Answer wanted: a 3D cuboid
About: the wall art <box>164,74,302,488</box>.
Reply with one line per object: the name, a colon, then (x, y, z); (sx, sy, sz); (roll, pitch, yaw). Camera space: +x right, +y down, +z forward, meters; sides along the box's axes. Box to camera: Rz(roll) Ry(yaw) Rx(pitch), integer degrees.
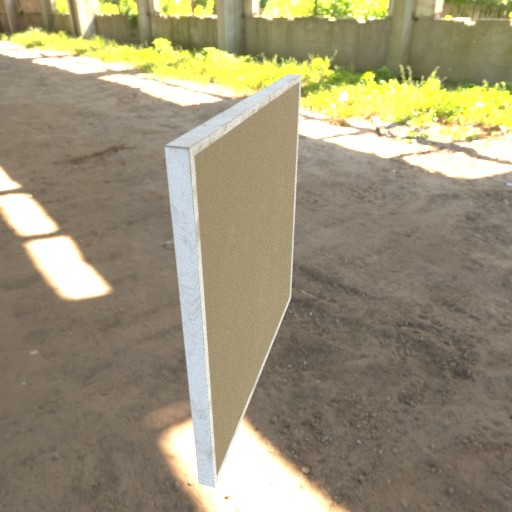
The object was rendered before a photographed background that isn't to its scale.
wall art: (0.000, 0.000, 1.111); (0.038, 0.757, 0.760); (8, 31, 14)
